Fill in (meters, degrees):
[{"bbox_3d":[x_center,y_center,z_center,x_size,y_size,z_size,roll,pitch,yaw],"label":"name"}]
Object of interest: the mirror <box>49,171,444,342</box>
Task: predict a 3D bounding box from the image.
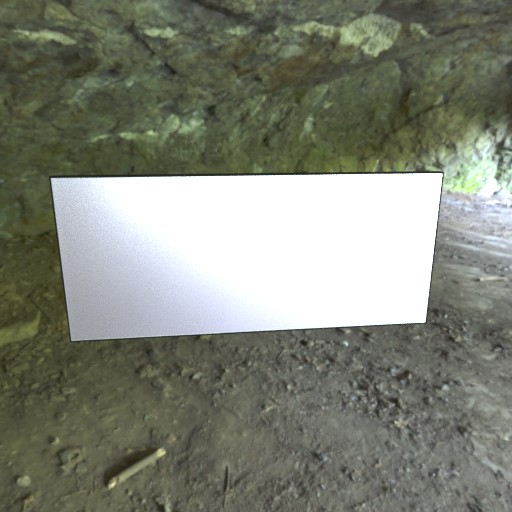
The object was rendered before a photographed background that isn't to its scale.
[{"bbox_3d":[0.000,0.000,1.883,1.584,0.692,0.047,-2,16,-7],"label":"mirror"}]
